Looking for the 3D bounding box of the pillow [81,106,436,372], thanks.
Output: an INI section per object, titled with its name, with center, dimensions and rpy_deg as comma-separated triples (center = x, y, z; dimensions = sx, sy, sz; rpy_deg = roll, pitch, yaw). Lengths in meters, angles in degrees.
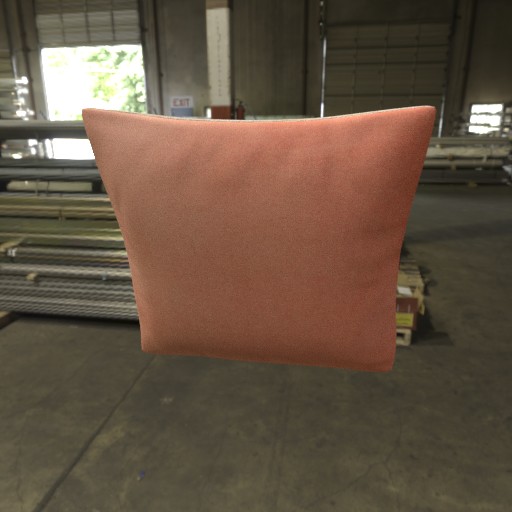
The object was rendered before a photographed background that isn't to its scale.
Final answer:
[pillow]
center = 0.000, 0.000, 0.633
dimensions = 0.424, 0.401, 0.177
rpy_deg = 3, 17, 8
